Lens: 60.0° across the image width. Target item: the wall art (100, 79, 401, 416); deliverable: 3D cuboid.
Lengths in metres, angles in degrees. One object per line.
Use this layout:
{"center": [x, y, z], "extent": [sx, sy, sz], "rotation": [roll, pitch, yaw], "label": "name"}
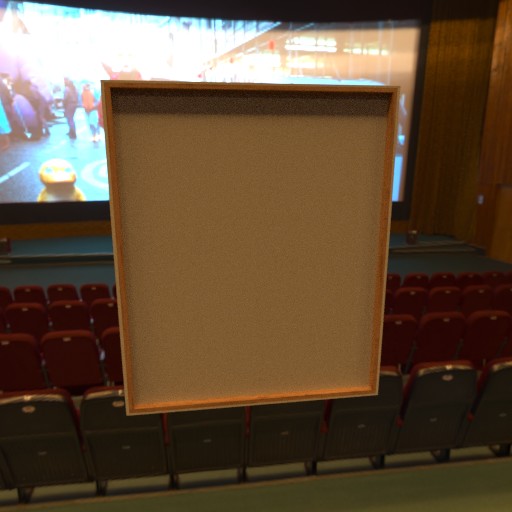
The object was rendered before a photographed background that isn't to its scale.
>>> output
{"center": [0.000, 0.000, 0.831], "extent": [0.508, 0.606, 0.037], "rotation": [-2, 14, -8], "label": "wall art"}
